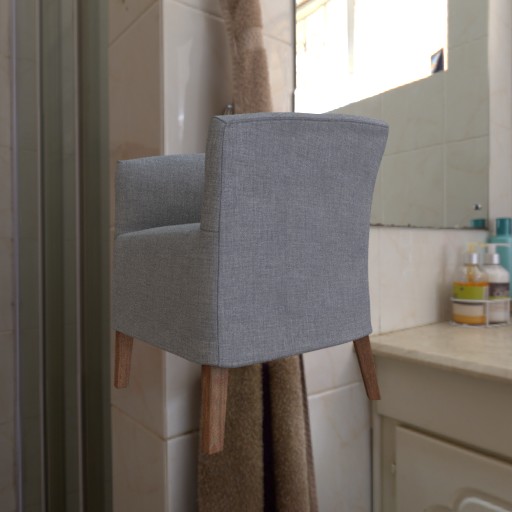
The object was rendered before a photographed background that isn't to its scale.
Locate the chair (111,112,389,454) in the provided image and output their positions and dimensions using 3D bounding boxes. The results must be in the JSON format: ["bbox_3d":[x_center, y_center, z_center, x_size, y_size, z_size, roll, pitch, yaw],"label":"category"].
[{"bbox_3d":[0.000,0.000,1.272,0.668,0.771,0.600,0,1,-37],"label":"chair"}]
